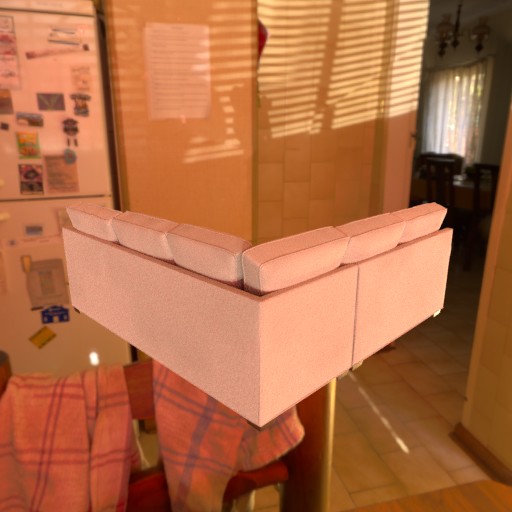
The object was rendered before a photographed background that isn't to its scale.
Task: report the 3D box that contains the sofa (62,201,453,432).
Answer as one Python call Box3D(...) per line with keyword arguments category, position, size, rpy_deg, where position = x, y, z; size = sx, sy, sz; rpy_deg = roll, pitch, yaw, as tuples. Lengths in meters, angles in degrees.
Box3D(category="sofa", position=(0.000, 0.000, 4.022), size=(2.487, 1.053, 2.562), rpy_deg=(-16, 22, -43))
